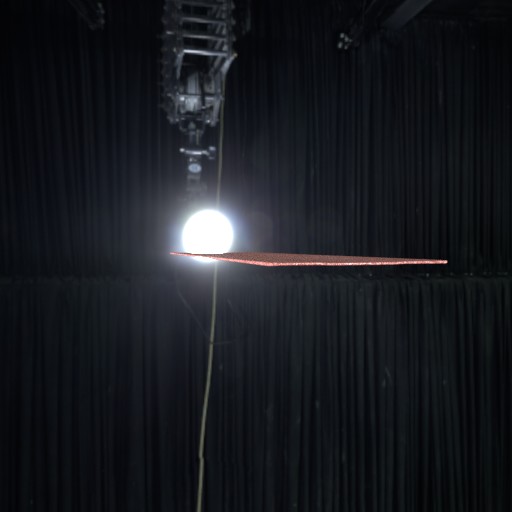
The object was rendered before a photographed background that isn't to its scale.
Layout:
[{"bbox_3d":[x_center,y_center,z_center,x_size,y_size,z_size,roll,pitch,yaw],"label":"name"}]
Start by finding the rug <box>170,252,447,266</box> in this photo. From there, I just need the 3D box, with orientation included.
[{"bbox_3d":[0.000,0.000,2.565,0.687,0.012,2.307,0,1,-18],"label":"rug"}]
